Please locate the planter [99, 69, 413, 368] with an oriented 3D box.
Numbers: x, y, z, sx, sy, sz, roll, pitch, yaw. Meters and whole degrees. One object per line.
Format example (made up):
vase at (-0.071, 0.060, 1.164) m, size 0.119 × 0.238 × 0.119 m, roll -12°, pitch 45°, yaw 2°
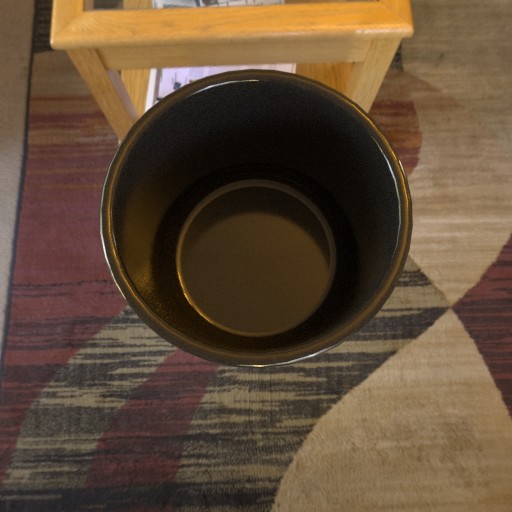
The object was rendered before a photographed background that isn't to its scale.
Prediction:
planter at (0.000, 0.000, 0.523) m, size 0.251 × 0.355 × 0.251 m, roll -19°, pitch 78°, yaw -4°
